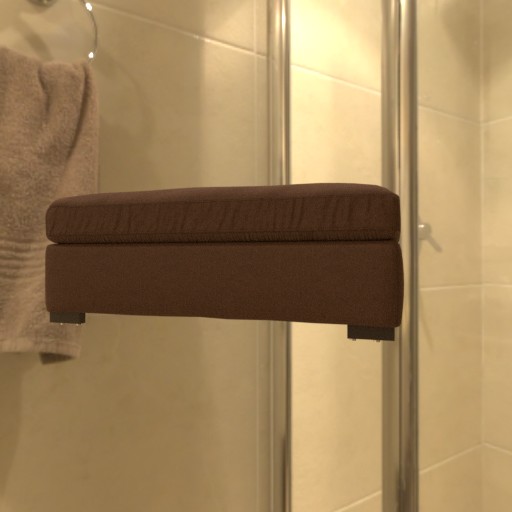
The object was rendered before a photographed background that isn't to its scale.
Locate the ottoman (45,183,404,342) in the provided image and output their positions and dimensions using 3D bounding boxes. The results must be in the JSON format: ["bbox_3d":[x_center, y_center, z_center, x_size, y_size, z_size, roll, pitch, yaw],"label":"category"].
[{"bbox_3d":[0.000,0.000,1.884,1.181,0.470,1.181,0,0,18],"label":"ottoman"}]
